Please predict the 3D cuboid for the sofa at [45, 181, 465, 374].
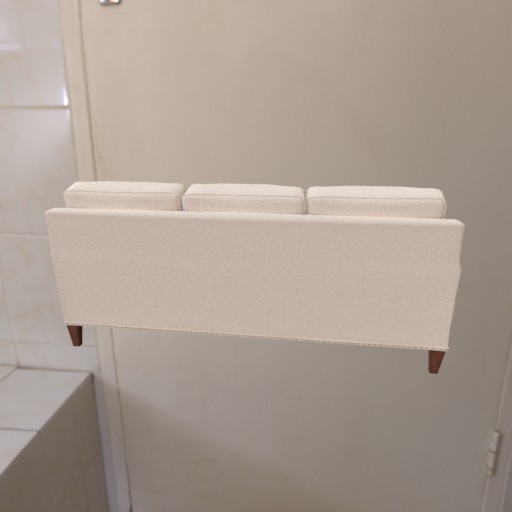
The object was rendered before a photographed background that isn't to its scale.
[{"bbox_3d":[0.000,0.000,2.839,2.246,1.003,1.084,2,17,8],"label":"sofa"}]
